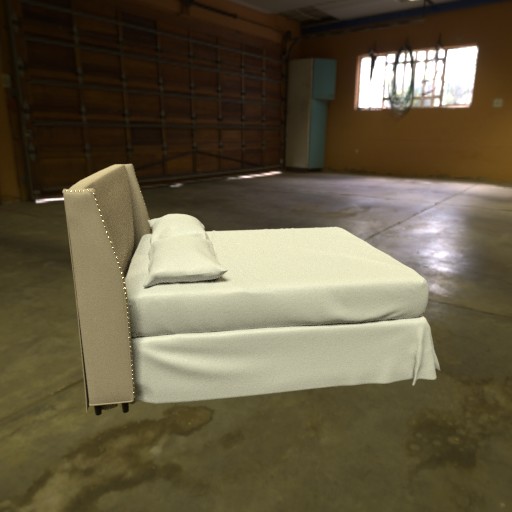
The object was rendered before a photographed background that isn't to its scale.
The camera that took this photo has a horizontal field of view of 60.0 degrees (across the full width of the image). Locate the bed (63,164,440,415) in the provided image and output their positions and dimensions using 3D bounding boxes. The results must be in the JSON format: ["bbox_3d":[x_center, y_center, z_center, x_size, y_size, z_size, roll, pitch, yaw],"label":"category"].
[{"bbox_3d":[0.000,0.000,3.436,2.276,1.332,1.925,-2,16,-9],"label":"bed"}]
